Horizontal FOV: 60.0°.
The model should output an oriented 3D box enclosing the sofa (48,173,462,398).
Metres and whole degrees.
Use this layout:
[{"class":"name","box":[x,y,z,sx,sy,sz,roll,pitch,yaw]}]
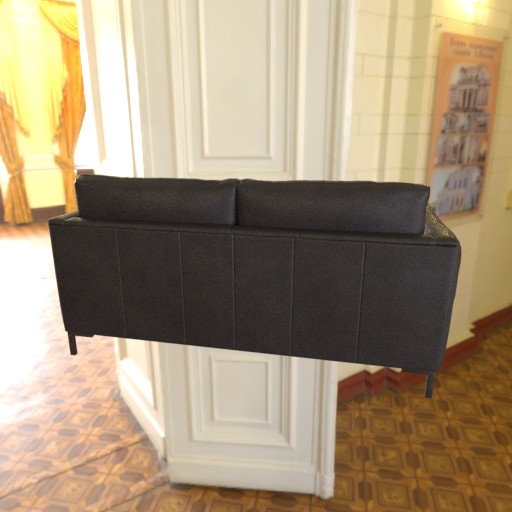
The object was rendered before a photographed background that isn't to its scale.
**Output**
[{"class":"sofa","box":[0.000,0.000,2.302,1.805,0.883,0.947,3,17,10]}]
